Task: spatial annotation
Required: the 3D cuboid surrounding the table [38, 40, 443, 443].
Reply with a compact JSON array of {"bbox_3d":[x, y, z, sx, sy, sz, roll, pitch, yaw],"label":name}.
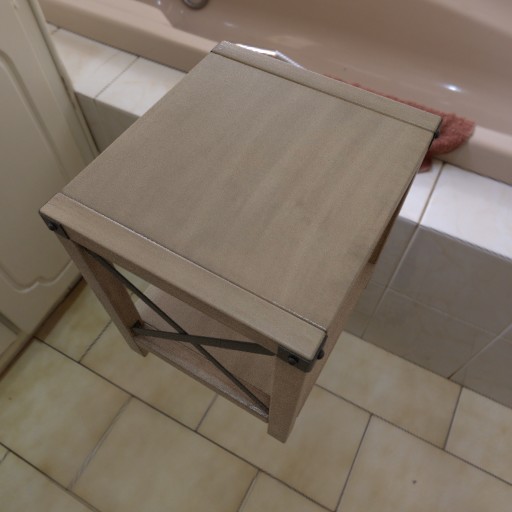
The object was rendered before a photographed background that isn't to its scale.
[{"bbox_3d":[0.000,0.000,0.929,0.459,0.561,0.510,26,61,16],"label":"table"}]
